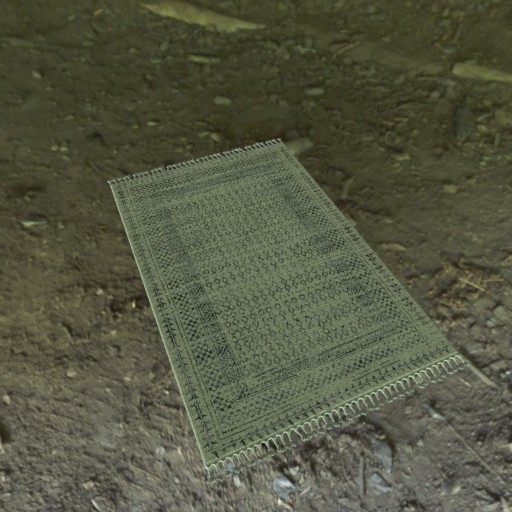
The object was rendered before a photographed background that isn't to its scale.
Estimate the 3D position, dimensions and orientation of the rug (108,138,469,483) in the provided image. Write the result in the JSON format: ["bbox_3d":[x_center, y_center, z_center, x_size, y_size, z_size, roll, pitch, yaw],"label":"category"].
[{"bbox_3d":[0.000,0.000,3.024,1.548,0.013,2.486,-18,50,-16],"label":"rug"}]
